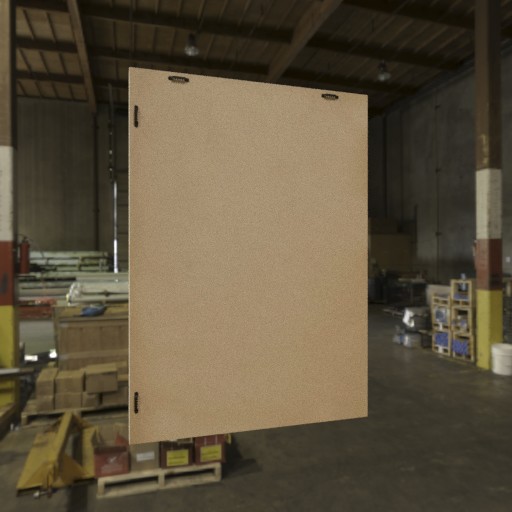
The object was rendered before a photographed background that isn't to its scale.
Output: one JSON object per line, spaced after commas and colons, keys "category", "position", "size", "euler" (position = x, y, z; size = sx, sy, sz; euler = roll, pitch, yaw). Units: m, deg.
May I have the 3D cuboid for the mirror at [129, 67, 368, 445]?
{"category": "mirror", "position": [0.000, 0.000, 0.921], "size": [0.507, 0.710, 0.040], "euler": [0, 0, -17]}
